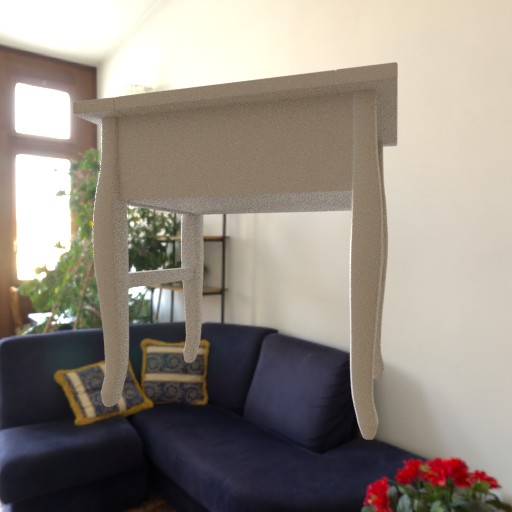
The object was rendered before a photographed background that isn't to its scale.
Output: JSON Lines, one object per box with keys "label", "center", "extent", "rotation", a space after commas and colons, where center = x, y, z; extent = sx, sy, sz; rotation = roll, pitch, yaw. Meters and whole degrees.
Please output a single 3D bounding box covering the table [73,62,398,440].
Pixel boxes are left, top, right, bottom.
{"label": "table", "center": [0.000, 0.000, 0.990], "extent": [0.599, 0.605, 0.463], "rotation": [0, 1, 18]}
